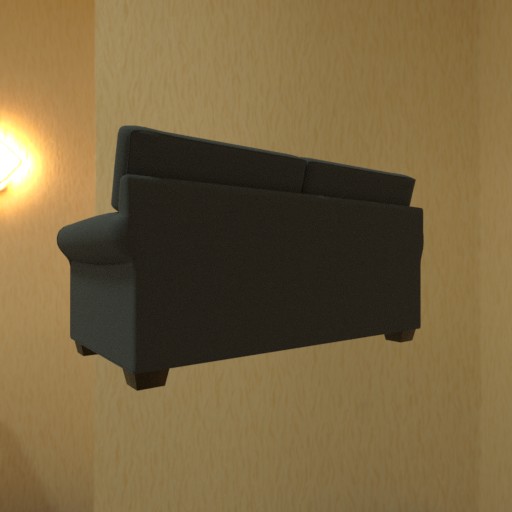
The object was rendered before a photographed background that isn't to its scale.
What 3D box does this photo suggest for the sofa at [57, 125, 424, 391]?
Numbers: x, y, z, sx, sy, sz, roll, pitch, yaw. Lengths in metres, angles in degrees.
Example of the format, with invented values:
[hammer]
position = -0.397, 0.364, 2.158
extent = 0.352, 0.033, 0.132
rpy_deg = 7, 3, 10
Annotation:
[sofa]
position = 0.000, 0.000, 2.512
extent = 1.930, 1.020, 0.940
rpy_deg = 0, 0, -36
